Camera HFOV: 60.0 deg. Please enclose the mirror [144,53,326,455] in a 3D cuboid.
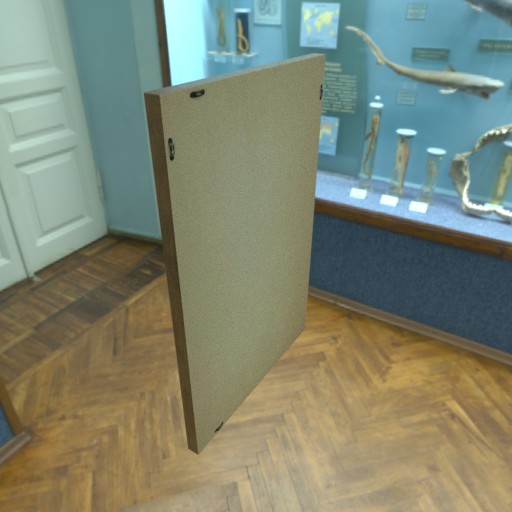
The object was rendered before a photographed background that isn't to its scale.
[{"bbox_3d":[0.000,0.000,1.164,0.040,0.915,0.609,19,36,28],"label":"mirror"}]
